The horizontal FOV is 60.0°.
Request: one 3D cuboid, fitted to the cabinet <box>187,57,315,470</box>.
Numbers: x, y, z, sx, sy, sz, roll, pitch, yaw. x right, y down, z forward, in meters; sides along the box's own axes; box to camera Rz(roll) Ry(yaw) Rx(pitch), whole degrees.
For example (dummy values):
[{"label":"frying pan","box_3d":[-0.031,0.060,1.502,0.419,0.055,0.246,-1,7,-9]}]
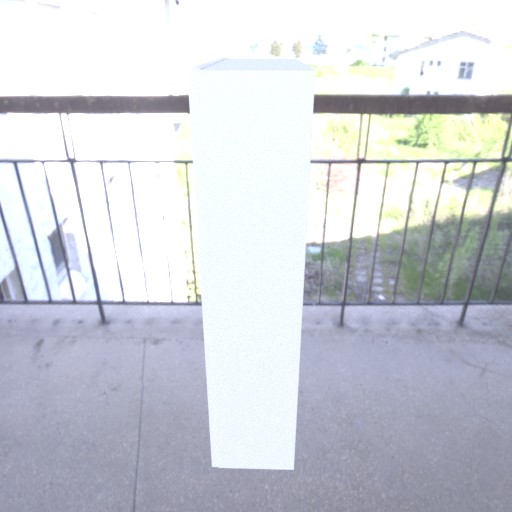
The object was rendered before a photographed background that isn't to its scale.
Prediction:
[{"label":"cabinet","box_3d":[0.000,0.000,2.683,0.480,2.160,1.250,1,26,2]}]
